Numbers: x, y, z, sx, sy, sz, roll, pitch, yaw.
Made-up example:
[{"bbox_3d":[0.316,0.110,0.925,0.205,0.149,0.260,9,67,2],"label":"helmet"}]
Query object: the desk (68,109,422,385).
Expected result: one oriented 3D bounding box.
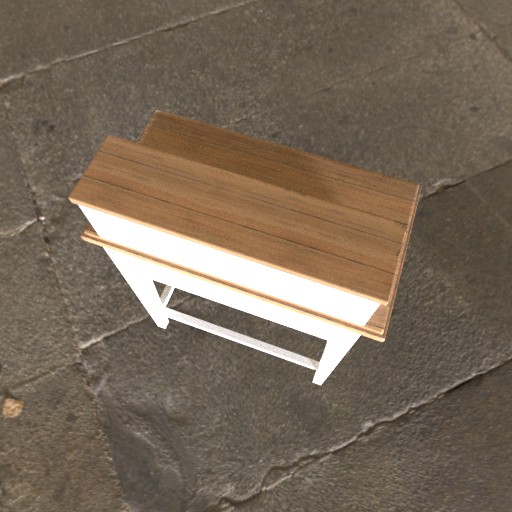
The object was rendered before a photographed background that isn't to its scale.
[{"bbox_3d":[0.000,0.000,1.457,0.814,0.981,0.462,18,66,8],"label":"desk"}]
